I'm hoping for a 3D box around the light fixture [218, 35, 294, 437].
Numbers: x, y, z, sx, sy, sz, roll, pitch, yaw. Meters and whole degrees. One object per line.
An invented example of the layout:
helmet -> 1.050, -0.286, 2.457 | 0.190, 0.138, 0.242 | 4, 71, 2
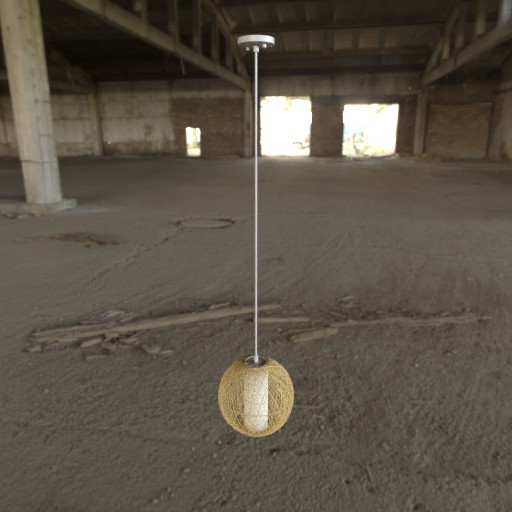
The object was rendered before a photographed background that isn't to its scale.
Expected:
light fixture -> 0.000, 0.000, 2.184 | 0.407, 1.955, 0.406 | 3, 16, 10
